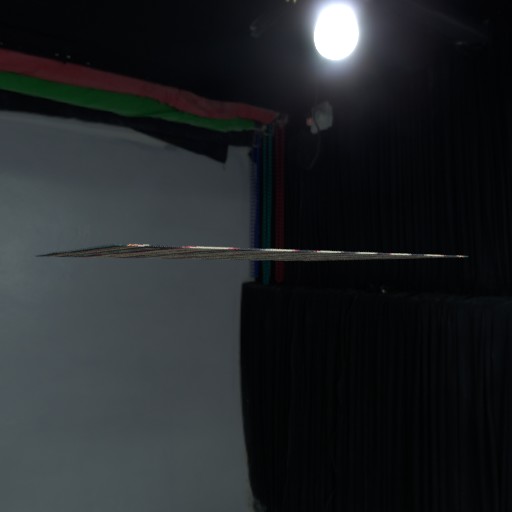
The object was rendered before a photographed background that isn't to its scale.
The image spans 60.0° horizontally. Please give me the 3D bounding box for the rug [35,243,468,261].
[{"bbox_3d":[0.000,0.000,2.823,2.311,0.010,1.522,1,-2,-36],"label":"rug"}]
